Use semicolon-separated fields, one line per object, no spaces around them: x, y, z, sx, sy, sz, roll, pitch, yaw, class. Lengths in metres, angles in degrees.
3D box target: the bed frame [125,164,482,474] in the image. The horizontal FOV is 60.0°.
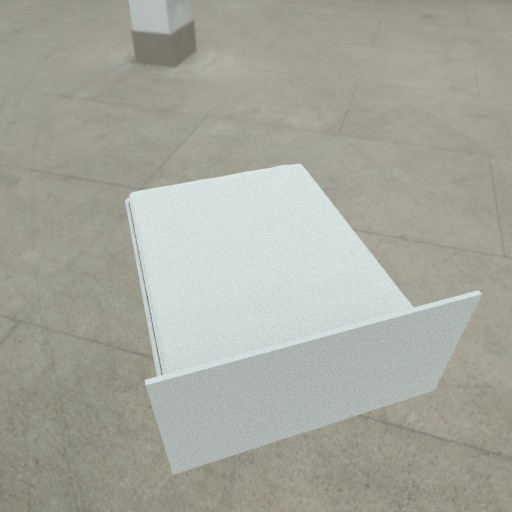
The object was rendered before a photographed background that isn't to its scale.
0.000;0.000;2.764;1.490;0.800;1.950;-12;43;-13;bed frame
